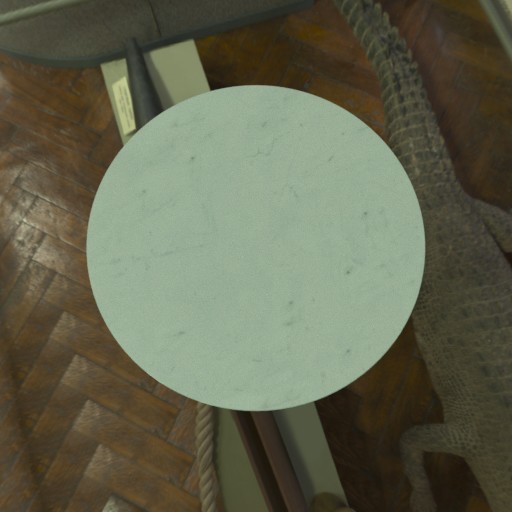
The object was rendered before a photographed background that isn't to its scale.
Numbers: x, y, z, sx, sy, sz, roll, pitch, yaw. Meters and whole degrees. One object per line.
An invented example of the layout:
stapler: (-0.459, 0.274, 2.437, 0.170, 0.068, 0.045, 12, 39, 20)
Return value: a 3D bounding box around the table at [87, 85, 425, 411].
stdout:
table: (0.000, 0.000, 1.267, 0.800, 0.450, 0.800, 0, 76, 0)
